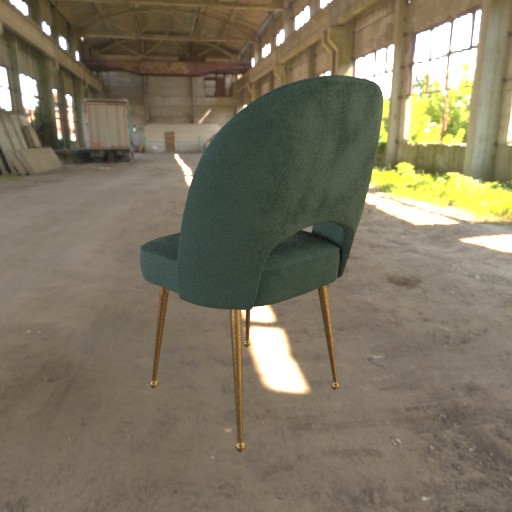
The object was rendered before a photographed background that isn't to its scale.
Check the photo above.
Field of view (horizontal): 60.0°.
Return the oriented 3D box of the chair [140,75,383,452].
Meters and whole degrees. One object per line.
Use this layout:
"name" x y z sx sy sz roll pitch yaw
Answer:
"chair" 0.000 0.000 1.201 0.527 0.860 0.577 -14 21 -42
